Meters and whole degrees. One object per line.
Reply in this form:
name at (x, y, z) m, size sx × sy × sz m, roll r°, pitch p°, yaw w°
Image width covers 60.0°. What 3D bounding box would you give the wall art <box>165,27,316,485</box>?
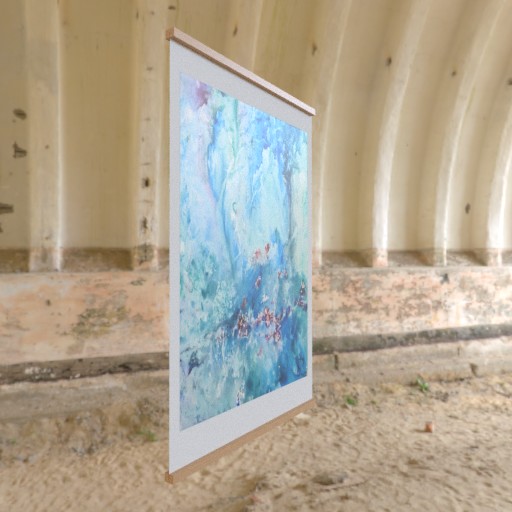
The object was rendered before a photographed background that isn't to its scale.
wall art at (0.000, 0.000, 1.876) m, size 0.040 × 1.510 × 0.991 m, roll 0°, pitch -1°, yaw 36°
